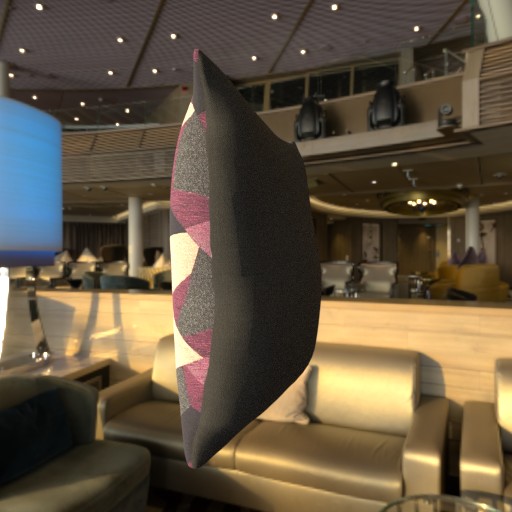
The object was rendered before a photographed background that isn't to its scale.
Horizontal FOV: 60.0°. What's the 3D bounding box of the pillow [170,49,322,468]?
[{"bbox_3d":[0.000,0.000,0.748,0.208,0.496,0.503,0,0,18],"label":"pillow"}]
